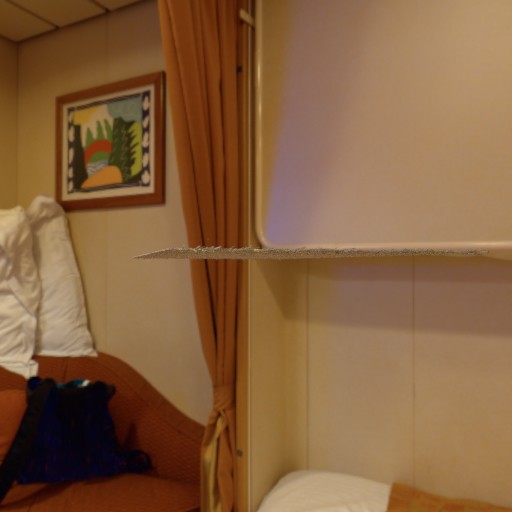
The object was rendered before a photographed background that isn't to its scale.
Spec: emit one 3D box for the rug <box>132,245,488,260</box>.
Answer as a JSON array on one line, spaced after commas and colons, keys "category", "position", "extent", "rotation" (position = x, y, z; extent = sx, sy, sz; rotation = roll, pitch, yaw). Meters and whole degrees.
[{"category": "rug", "position": [0.000, 0.000, 3.001], "extent": [1.495, 0.035, 2.472], "rotation": [0, -1, -19]}]
